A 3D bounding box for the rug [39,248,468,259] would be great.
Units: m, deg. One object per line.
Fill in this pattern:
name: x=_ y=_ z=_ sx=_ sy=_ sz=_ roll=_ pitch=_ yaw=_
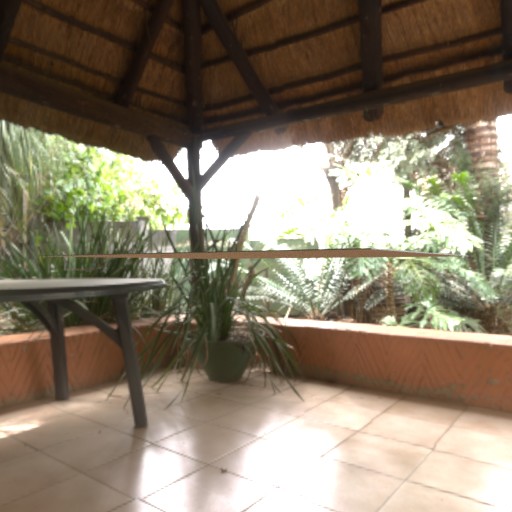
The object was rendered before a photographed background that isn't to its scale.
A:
rug: x=0.000 y=0.000 z=4.115 sx=3.200 sy=0.007 sz=2.443 roll=-1 pitch=-1 yaw=36
